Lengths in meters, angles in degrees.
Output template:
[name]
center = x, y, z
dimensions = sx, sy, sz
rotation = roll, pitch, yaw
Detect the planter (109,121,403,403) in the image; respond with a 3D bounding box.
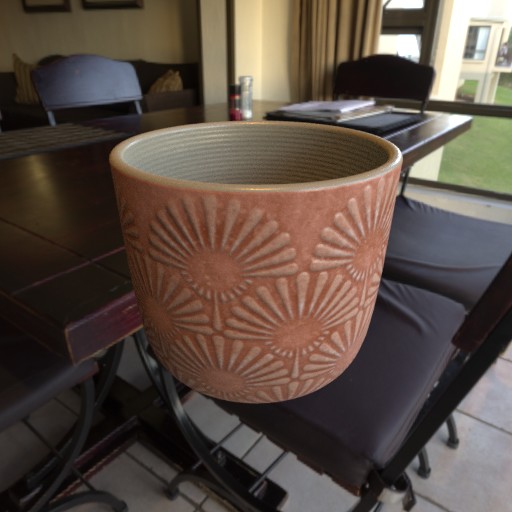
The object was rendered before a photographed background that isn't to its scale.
[planter]
center = 0.000, 0.000, 0.218
dimensions = 0.124, 0.109, 0.124
rotation = 0, 26, 0
